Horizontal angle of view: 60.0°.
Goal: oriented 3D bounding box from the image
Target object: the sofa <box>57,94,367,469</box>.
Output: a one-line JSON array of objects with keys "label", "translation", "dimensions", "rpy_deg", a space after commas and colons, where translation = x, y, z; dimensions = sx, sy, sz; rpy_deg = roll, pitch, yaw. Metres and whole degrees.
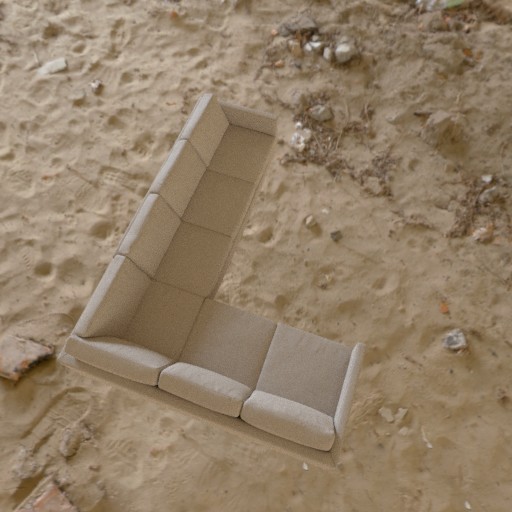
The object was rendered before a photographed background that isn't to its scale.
[{"label": "sofa", "translation": [0.000, 0.000, 4.370], "dimensions": [2.432, 0.863, 3.182], "rpy_deg": [18, 65, 8]}]
